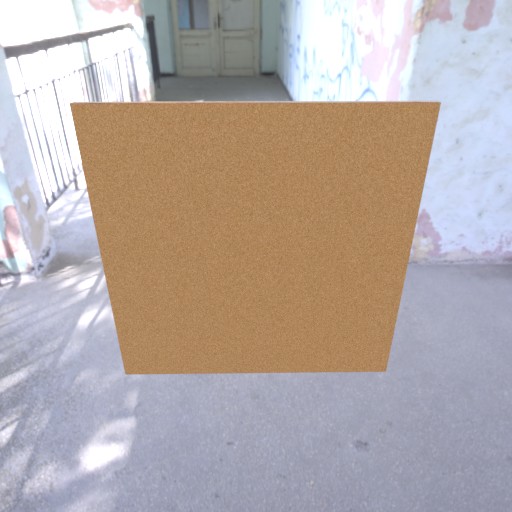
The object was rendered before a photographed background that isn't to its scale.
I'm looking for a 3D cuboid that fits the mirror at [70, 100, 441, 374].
[{"bbox_3d":[0.000,0.000,1.190,0.804,0.804,0.061,0,31,-1],"label":"mirror"}]
